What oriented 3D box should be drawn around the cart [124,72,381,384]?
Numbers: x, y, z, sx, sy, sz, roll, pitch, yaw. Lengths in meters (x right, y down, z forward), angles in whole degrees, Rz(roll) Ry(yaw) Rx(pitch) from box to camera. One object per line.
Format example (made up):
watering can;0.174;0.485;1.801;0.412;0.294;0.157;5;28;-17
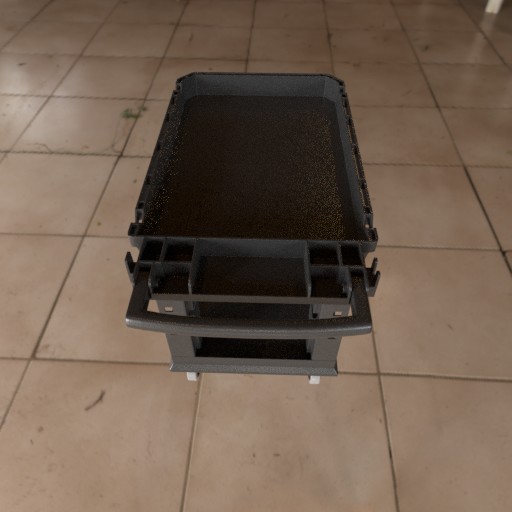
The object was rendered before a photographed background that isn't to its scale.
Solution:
cart;0.000;0.000;1.736;0.674;0.884;1.239;1;48;1
